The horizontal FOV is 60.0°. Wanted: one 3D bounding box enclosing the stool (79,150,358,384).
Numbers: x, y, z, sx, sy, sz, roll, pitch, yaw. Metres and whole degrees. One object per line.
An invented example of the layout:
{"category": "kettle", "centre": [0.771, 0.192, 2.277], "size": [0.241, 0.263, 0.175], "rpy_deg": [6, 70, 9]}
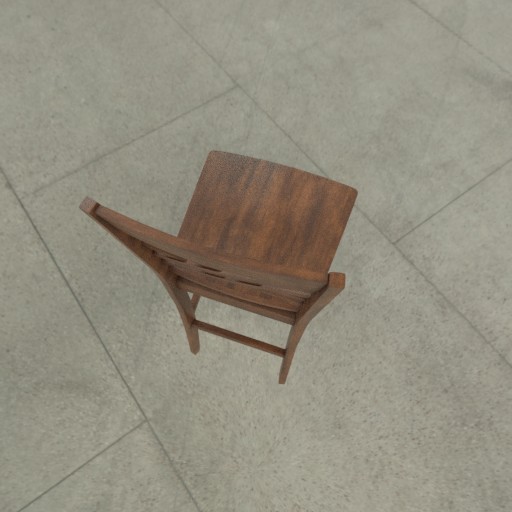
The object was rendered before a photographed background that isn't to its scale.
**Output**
{"category": "stool", "centre": [0.000, 0.000, 1.304], "size": [0.462, 1.079, 0.539], "rpy_deg": [17, 65, 8]}
